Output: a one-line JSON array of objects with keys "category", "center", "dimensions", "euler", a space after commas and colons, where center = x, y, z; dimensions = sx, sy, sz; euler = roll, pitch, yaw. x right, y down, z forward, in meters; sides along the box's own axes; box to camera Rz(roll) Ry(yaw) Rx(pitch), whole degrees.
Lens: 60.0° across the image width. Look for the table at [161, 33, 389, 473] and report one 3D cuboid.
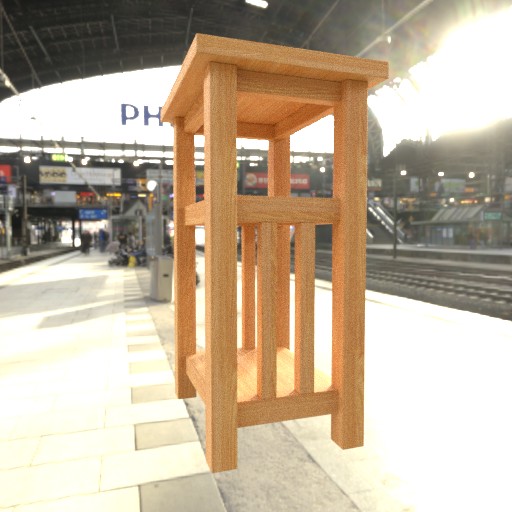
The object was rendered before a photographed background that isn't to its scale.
[{"category": "table", "center": [0.000, 0.000, 0.747], "dimensions": [0.270, 0.550, 0.350], "euler": [-1, 3, -19]}]
